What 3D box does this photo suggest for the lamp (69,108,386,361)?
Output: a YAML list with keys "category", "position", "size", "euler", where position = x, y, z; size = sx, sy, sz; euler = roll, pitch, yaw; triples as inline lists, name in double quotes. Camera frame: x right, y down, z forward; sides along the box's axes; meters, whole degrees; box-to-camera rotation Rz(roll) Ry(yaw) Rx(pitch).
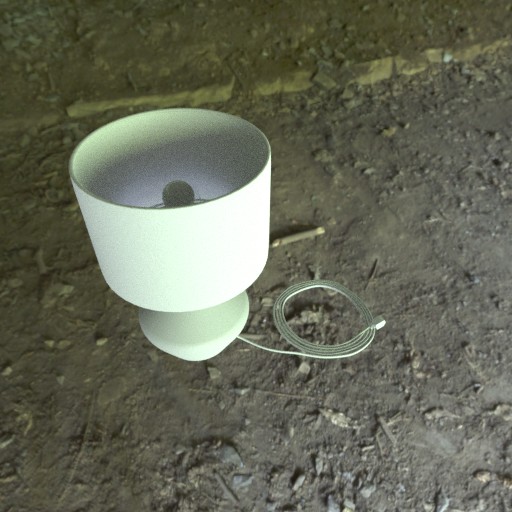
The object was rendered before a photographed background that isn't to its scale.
- category: "lamp"
  position: [0.000, 0.000, 0.843]
  size: [0.546, 0.457, 0.401]
  euler: [13, 44, 13]
